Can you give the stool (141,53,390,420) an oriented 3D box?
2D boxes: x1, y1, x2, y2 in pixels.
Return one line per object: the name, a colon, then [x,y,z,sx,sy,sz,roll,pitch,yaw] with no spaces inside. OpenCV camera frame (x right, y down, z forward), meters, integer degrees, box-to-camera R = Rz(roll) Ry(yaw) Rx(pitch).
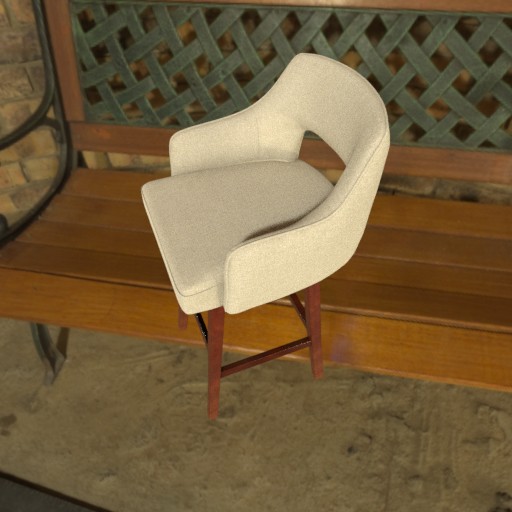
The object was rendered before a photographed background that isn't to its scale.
stool: [0.000,0.000,1.361,0.560,1.041,0.550,-16,48,-15]
